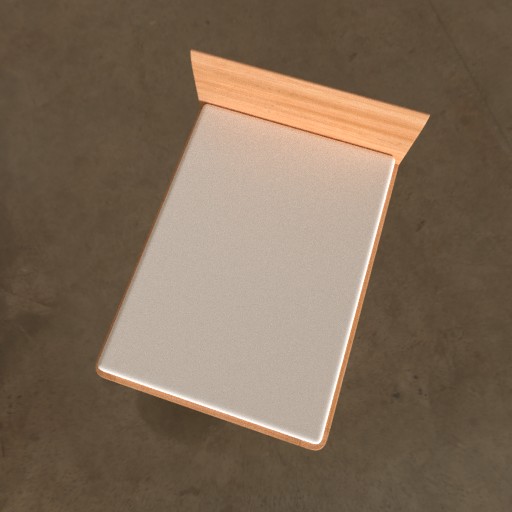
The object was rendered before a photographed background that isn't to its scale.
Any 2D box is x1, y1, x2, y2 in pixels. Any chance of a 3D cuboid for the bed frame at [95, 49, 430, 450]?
[{"bbox_3d":[0.000,0.000,2.815,1.472,0.940,1.992,17,75,5],"label":"bed frame"}]
